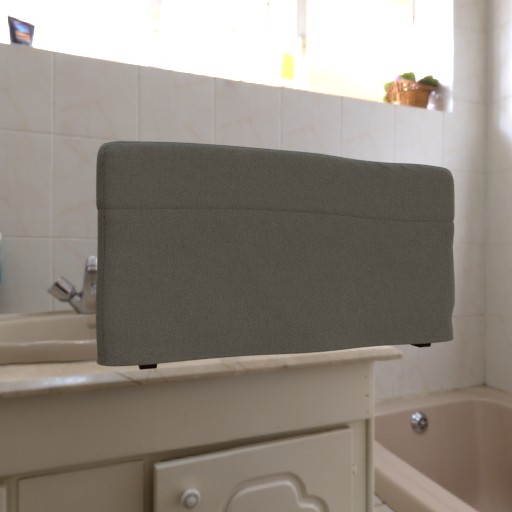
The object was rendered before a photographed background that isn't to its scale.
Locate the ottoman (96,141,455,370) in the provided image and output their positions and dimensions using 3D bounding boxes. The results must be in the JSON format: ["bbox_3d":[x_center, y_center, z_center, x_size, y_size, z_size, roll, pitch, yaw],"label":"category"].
[{"bbox_3d":[0.000,0.000,1.241,0.833,0.461,0.648,0,0,-19],"label":"ottoman"}]
